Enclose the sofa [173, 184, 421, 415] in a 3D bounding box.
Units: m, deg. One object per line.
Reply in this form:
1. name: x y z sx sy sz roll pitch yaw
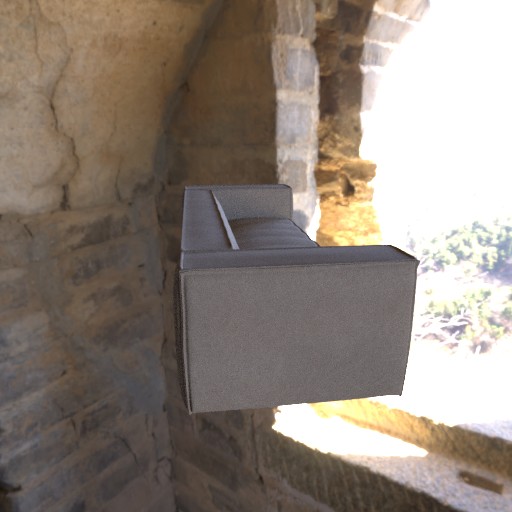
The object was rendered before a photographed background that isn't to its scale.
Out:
1. sofa: 0.000 0.000 3.075 1.038 0.680 2.697 -2 16 -8
